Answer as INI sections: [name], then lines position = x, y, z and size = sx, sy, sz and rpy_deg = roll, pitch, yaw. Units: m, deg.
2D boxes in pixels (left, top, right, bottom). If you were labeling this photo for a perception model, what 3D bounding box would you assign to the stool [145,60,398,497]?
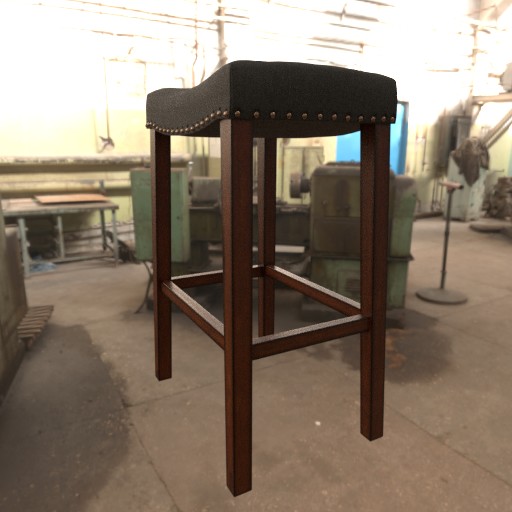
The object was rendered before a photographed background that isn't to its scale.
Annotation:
[stool]
position = 0.000, 0.000, 1.016
size = 0.366, 0.760, 0.502
rpy_deg = -7, 16, -28
